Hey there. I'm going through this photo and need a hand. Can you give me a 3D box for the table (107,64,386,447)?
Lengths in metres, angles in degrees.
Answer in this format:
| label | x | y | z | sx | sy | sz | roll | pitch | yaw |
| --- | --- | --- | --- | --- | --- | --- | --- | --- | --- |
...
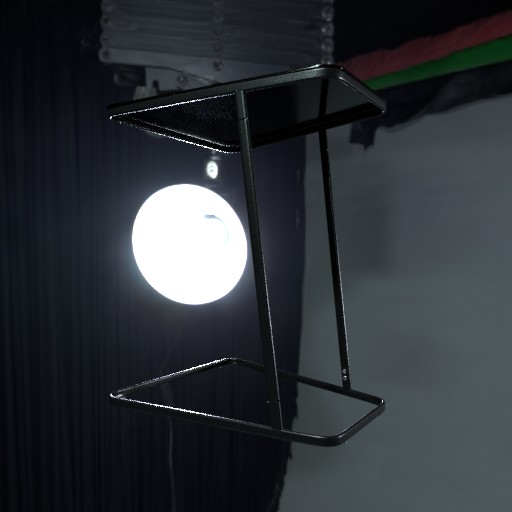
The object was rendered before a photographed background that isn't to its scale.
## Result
| label | x | y | z | sx | sy | sz | roll | pitch | yaw |
| --- | --- | --- | --- | --- | --- | --- | --- | --- | --- |
| table | 0.000 | 0.000 | 0.955 | 0.500 | 0.624 | 0.427 | 0 | 1 | 37 |
